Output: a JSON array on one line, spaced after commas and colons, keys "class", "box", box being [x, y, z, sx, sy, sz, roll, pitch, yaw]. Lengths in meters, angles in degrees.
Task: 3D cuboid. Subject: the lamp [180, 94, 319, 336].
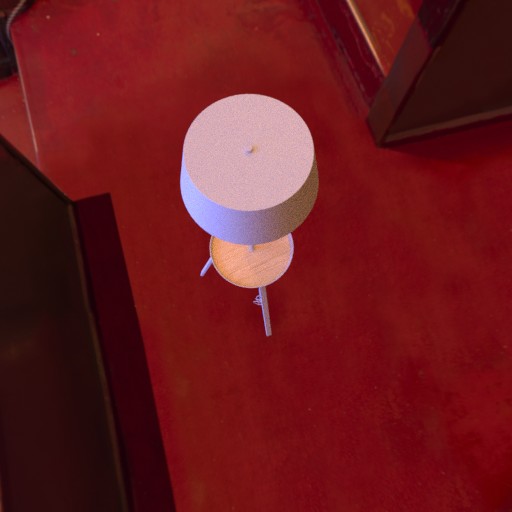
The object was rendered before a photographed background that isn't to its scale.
[{"class": "lamp", "box": [0.000, 0.000, 1.683, 0.508, 1.429, 0.468, -17, 75, -5]}]
